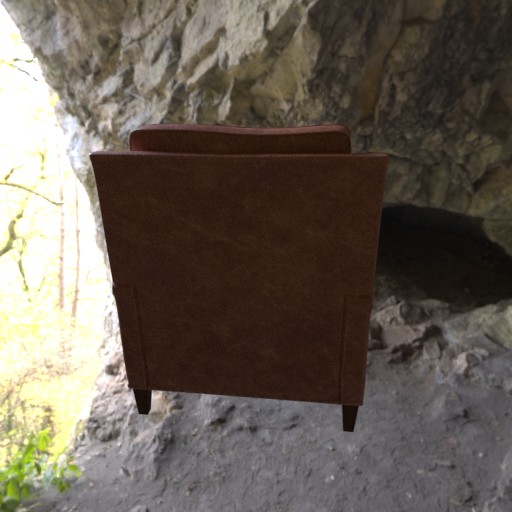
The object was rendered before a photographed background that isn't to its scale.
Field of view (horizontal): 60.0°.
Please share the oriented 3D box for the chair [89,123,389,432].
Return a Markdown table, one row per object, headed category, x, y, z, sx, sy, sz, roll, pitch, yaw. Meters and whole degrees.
| category | x | y | z | sx | sy | sz | roll | pitch | yaw |
| --- | --- | --- | --- | --- | --- | --- | --- | --- | --- |
| chair | 0.000 | 0.000 | 1.839 | 0.854 | 1.054 | 1.035 | 2 | 17 | 7 |
